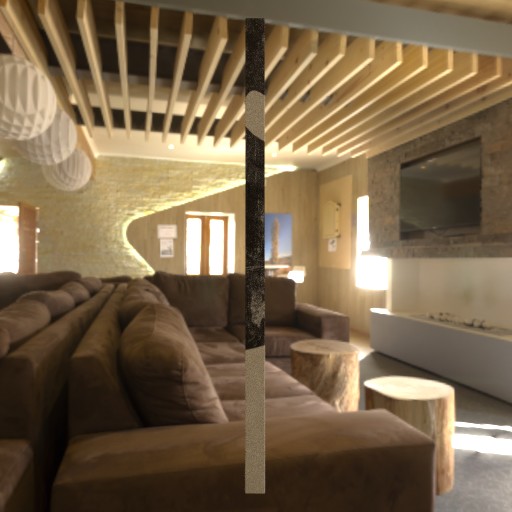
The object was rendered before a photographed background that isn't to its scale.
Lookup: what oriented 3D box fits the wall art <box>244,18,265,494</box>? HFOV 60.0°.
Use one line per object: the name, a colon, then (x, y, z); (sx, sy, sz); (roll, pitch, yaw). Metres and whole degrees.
wall art: (0.000, 0.000, 1.157); (0.041, 0.915, 0.610); (0, 0, 1)
